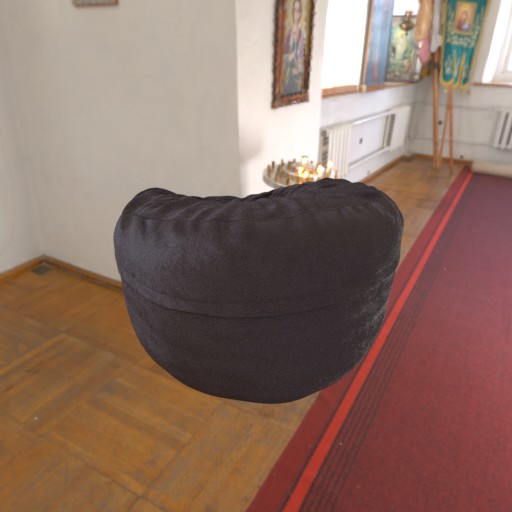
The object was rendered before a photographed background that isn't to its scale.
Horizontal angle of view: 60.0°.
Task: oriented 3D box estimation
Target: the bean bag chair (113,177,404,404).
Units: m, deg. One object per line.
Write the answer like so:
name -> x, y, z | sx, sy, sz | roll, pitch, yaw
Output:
bean bag chair -> 0.000, 0.000, 2.055 | 1.245, 0.821, 1.245 | 0, 26, 0
